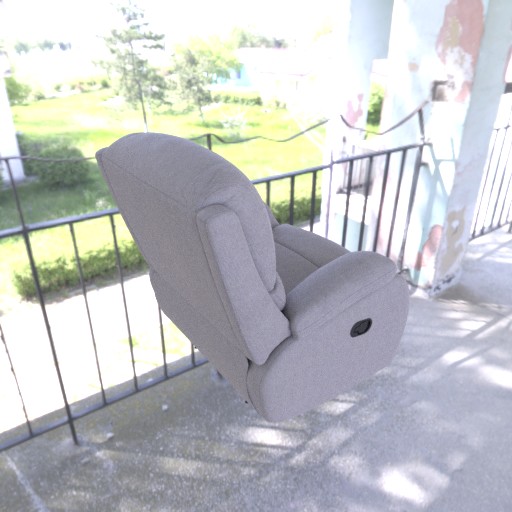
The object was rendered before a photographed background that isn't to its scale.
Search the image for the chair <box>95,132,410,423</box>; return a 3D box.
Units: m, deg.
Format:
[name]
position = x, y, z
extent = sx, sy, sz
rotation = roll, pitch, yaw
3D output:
[chair]
position = 0.000, 0.000, 1.775
extent = 0.899, 1.011, 0.930
rotation = -18, 32, -31
